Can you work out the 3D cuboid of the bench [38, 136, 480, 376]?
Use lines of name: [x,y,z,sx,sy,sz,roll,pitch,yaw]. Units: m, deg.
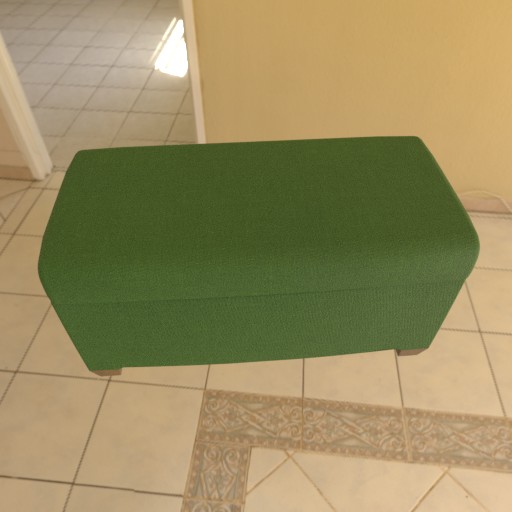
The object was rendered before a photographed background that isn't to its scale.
bench: [0.000,0.000,1.260,0.989,0.501,0.505,-3,47,-3]
